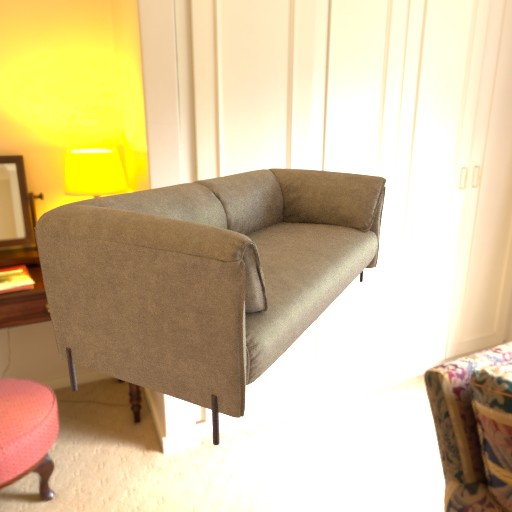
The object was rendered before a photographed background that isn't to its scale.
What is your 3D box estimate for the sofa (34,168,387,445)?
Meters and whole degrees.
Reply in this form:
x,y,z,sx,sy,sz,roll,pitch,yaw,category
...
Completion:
x,y,z,sx,sy,sz,roll,pitch,yaw,category
0.000,0.000,2.295,0.905,0.747,1.878,8,18,27,sofa
